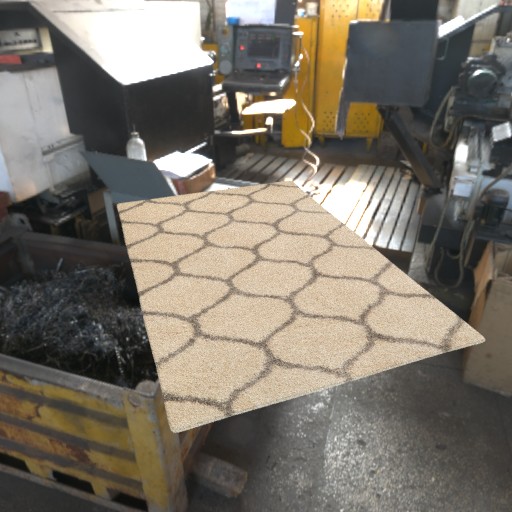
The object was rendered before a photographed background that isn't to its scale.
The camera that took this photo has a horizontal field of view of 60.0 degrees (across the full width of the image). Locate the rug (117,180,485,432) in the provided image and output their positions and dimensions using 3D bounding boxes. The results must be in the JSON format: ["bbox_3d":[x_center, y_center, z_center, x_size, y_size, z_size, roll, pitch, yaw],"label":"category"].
[{"bbox_3d":[0.000,0.000,3.341,1.801,0.026,2.701,-11,32,-17],"label":"rug"}]
